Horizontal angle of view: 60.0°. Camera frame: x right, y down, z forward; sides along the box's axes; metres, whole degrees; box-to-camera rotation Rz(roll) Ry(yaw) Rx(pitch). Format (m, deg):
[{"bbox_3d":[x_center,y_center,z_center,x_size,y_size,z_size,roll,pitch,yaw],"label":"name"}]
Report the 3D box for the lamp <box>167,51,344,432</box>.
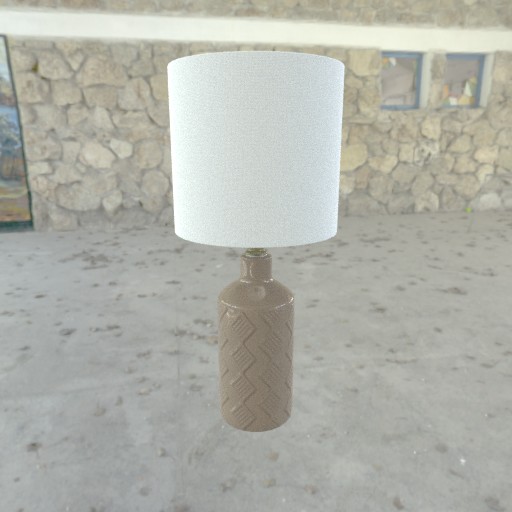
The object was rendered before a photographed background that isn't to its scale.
[{"bbox_3d":[0.000,0.000,0.584,0.207,0.461,0.207,-2,15,-9],"label":"lamp"}]
